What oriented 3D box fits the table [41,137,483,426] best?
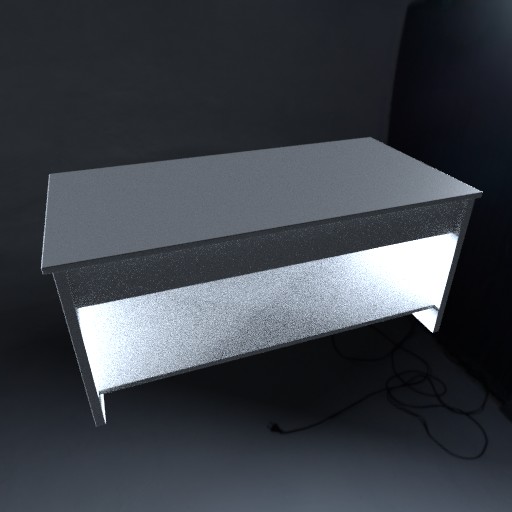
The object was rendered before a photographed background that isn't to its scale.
[{"bbox_3d":[0.000,0.000,1.252,1.000,0.441,0.500,-11,33,-17],"label":"table"}]
